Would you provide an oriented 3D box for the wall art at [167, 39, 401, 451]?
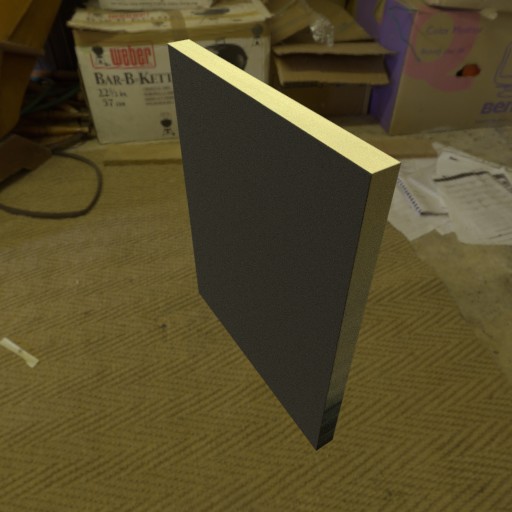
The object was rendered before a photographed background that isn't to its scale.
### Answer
[{"bbox_3d":[0.000,0.000,0.801,0.040,0.608,0.489,-23,47,-24],"label":"wall art"}]
